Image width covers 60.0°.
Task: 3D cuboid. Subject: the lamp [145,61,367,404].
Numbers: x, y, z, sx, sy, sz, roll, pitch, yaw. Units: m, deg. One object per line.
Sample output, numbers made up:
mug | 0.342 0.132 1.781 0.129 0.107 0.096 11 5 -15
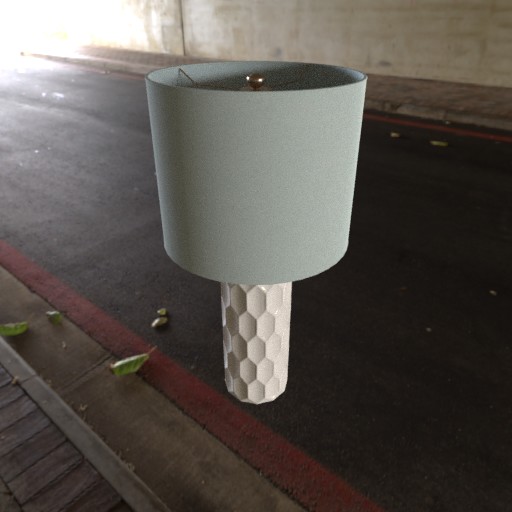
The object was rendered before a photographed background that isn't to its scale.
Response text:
lamp | 0.000 0.000 0.695 0.277 0.534 0.277 -8 31 -14
